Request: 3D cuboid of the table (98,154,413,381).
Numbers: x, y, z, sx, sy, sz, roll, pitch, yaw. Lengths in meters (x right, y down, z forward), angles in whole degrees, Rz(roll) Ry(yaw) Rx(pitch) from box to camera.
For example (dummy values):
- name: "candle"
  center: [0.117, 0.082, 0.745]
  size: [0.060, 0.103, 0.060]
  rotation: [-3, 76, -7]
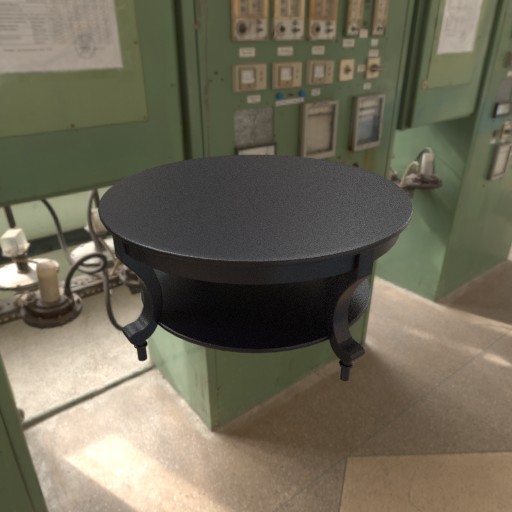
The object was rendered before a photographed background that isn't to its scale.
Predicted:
- name: "table"
  center: [0.000, 0.000, 1.620]
  size: [1.029, 0.491, 1.029]
  rotation: [0, 27, 0]
